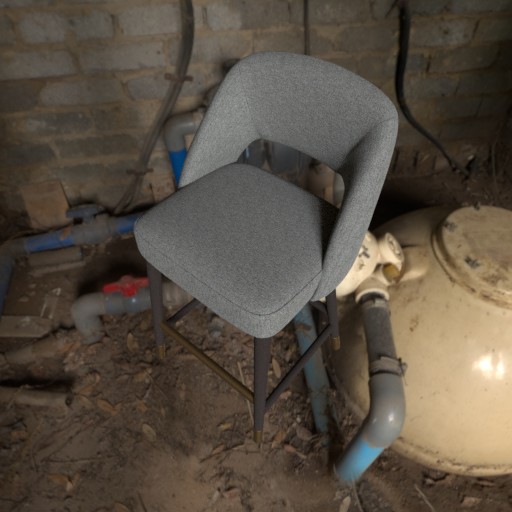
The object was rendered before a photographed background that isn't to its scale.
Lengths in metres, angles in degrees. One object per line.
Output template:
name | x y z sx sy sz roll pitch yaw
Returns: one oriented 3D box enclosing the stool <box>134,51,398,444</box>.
stool | 0.000 0.000 1.232 0.536 0.925 0.524 32 55 26
